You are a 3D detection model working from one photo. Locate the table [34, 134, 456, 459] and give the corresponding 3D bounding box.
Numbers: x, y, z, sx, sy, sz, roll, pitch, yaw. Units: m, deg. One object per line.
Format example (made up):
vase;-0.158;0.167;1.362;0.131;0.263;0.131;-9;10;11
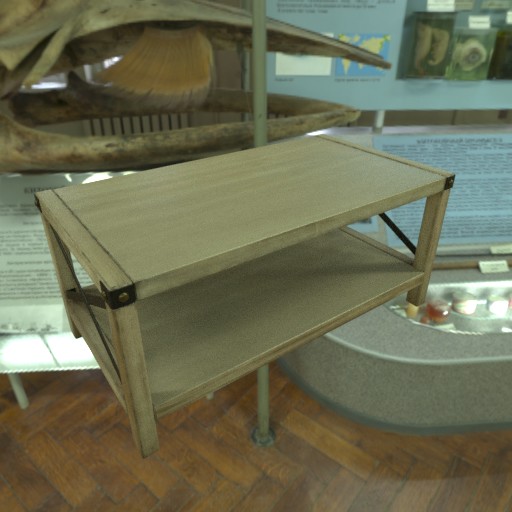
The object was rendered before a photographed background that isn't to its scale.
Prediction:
table;0.000;0.000;1.302;1.016;0.456;0.559;-20;35;-30
